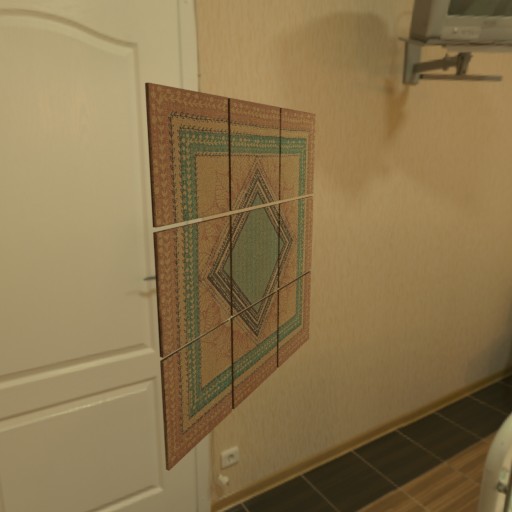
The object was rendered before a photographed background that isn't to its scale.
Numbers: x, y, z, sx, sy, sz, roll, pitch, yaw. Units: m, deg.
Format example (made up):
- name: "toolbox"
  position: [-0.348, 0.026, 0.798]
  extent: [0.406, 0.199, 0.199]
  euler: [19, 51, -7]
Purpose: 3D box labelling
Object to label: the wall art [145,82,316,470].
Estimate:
- name: "wall art"
  position: [0.000, 0.000, 1.852]
  extent: [0.013, 1.213, 1.215]
  euler: [7, 15, 28]
